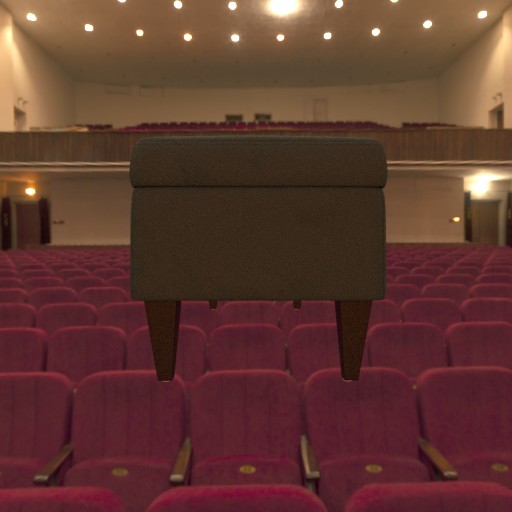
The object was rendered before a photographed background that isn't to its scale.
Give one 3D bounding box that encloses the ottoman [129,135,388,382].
[{"bbox_3d":[0.000,0.000,1.370,0.482,0.469,1.151,0,1,0],"label":"ottoman"}]
